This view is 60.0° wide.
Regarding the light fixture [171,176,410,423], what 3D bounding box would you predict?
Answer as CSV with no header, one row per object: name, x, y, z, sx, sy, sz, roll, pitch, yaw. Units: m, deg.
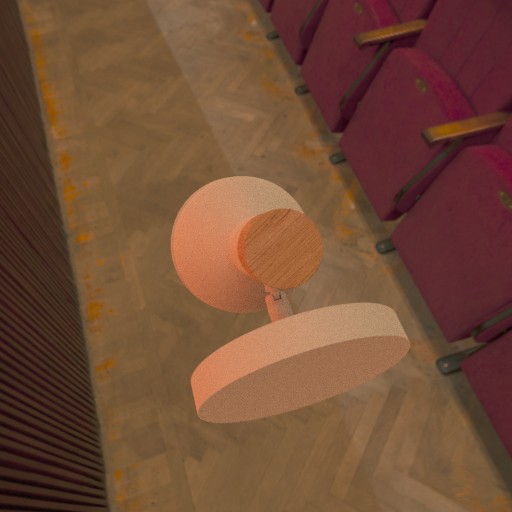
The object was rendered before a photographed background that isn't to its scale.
light fixture,0.000,0.000,0.326,0.127,0.199,0.209,-14,59,-8
